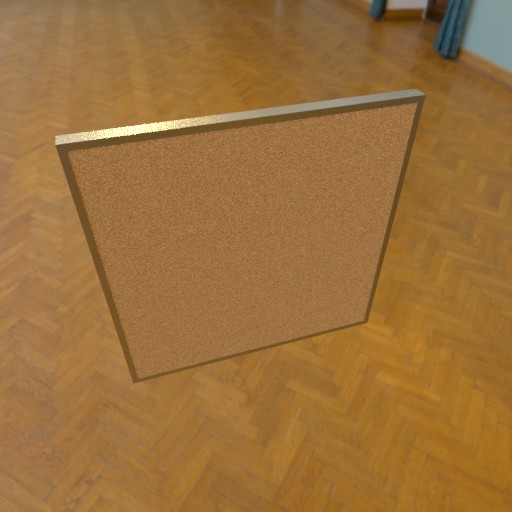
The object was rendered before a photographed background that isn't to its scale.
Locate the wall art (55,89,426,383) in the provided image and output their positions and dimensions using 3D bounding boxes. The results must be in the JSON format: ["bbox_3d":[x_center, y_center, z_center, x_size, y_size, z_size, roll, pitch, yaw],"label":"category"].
[{"bbox_3d":[0.000,0.000,1.208,0.806,0.806,0.038,-12,43,-13],"label":"wall art"}]
